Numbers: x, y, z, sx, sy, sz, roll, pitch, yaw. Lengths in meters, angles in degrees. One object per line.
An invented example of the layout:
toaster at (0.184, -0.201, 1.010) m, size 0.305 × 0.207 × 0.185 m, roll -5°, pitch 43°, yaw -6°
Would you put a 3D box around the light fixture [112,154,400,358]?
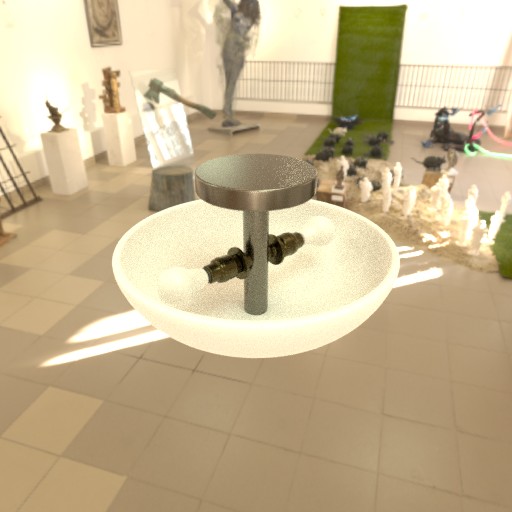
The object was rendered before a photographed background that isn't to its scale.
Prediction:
light fixture at (0.000, 0.000, 0.536) m, size 0.330 × 0.214 × 0.330 m, roll 0°, pitch 28°, yaw 0°
